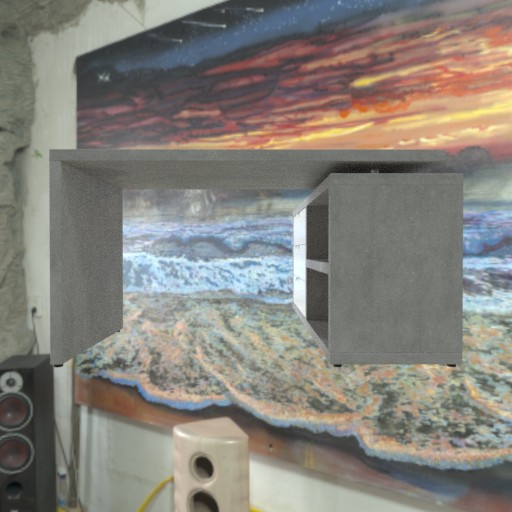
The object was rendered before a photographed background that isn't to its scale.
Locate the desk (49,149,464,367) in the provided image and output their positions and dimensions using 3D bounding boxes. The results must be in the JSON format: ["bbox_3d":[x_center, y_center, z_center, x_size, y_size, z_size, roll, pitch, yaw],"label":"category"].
[{"bbox_3d":[0.000,0.000,2.250,1.400,0.740,1.500,0,1,0],"label":"desk"}]
